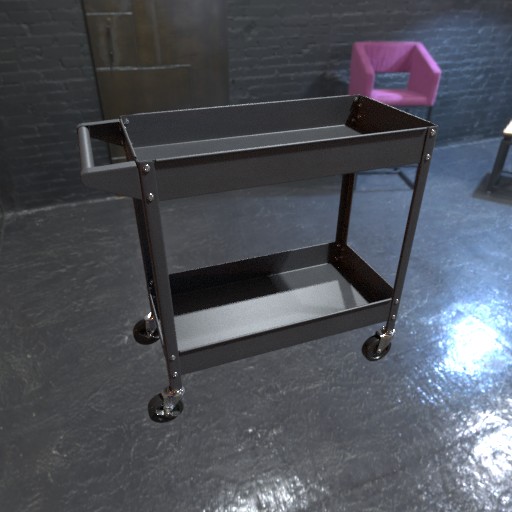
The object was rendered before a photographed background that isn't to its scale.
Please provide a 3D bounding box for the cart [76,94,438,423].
[{"bbox_3d":[0.000,0.000,1.204,0.779,0.719,0.366,-11,34,-17],"label":"cart"}]
